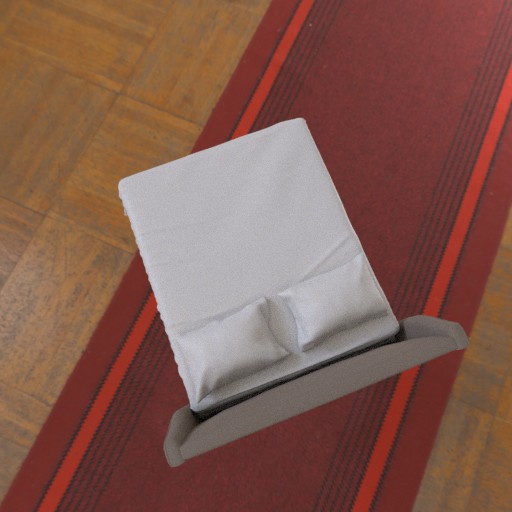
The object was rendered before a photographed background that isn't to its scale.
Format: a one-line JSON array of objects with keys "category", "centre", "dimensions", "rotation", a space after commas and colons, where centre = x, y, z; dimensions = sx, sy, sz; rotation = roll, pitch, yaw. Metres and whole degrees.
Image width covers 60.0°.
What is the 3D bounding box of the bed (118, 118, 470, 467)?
[{"category": "bed", "centre": [0.000, 0.000, 3.449], "dimensions": [1.925, 1.332, 2.276], "rotation": [-20, 77, -5]}]
